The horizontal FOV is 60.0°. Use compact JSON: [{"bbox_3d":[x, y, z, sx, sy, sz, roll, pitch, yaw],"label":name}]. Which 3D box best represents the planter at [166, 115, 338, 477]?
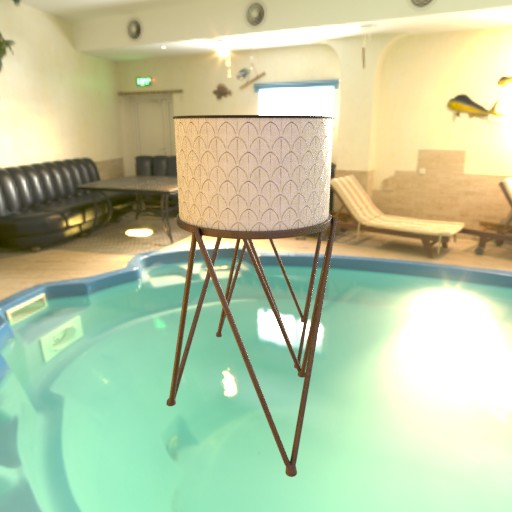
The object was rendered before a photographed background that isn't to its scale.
[{"bbox_3d":[0.000,0.000,1.197,0.413,0.712,0.769,3,17,9],"label":"planter"}]
